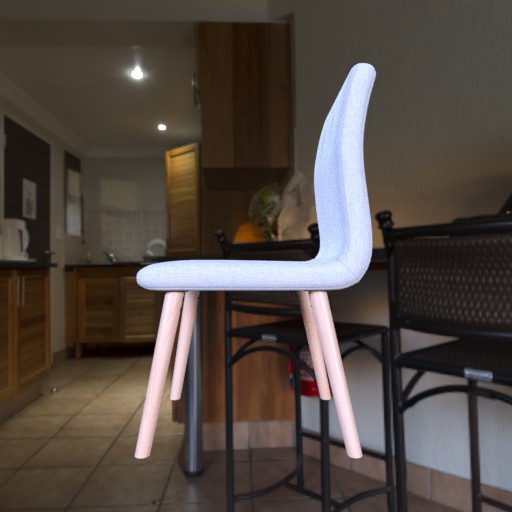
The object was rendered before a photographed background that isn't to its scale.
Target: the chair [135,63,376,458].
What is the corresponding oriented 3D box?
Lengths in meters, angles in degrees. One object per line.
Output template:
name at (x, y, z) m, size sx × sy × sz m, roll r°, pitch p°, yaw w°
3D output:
chair at (0.000, 0.000, 1.186) m, size 0.550 × 0.885 × 0.435 m, roll 0°, pitch -1°, yaw 0°
